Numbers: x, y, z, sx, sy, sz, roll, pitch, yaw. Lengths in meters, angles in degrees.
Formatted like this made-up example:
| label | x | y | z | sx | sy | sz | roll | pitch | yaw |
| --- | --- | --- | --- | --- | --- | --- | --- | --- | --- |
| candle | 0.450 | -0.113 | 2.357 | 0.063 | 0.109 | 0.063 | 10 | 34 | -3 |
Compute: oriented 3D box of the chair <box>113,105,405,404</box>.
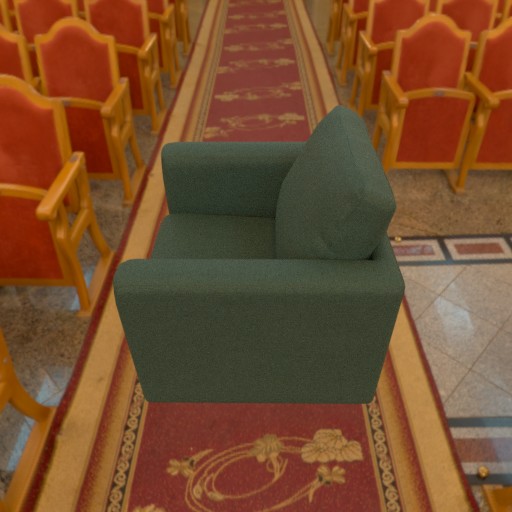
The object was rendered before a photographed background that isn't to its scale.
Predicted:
| label | x | y | z | sx | sy | sz | roll | pitch | yaw |
| --- | --- | --- | --- | --- | --- | --- | --- | --- | --- |
| chair | 0.000 | 0.000 | 1.609 | 0.800 | 0.927 | 0.855 | 1 | 40 | 1 |
